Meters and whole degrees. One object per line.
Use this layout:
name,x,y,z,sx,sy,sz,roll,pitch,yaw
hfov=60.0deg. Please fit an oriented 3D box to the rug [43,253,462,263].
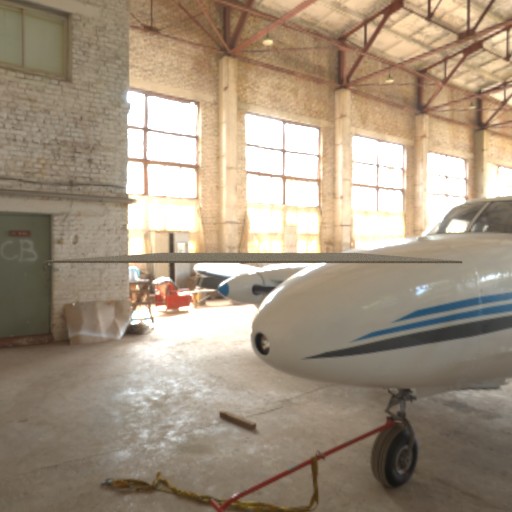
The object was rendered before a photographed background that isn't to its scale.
rug,0.000,0.000,3.475,2.073,0.011,2.584,0,1,1
